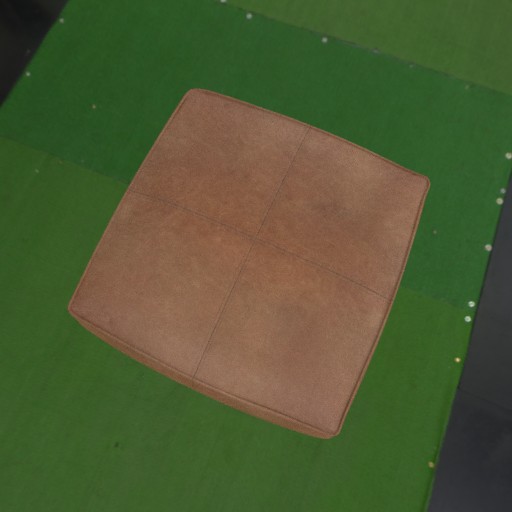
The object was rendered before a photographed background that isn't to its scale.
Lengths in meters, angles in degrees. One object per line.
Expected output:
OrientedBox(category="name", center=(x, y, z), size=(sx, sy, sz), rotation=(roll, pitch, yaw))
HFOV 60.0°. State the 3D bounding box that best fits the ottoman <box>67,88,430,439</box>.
OrientedBox(category="ottoman", center=(0.000, 0.000, 1.414), size=(0.902, 0.395, 0.901), rotation=(23, 76, 6))
